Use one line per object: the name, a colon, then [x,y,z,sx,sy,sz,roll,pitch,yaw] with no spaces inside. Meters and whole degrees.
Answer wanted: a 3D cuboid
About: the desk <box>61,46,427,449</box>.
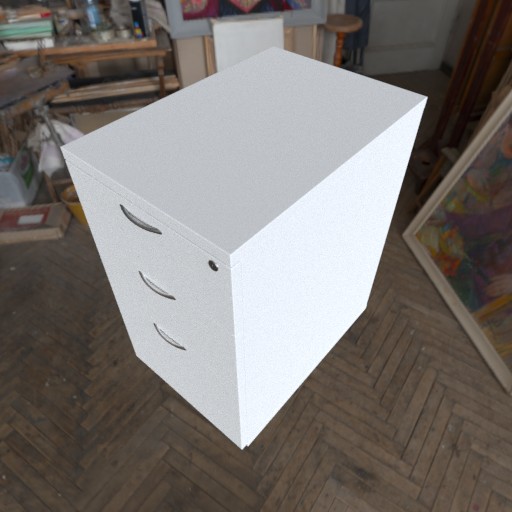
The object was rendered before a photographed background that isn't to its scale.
desk: [0.000,0.000,1.094,0.404,0.730,0.600,32,54,27]
